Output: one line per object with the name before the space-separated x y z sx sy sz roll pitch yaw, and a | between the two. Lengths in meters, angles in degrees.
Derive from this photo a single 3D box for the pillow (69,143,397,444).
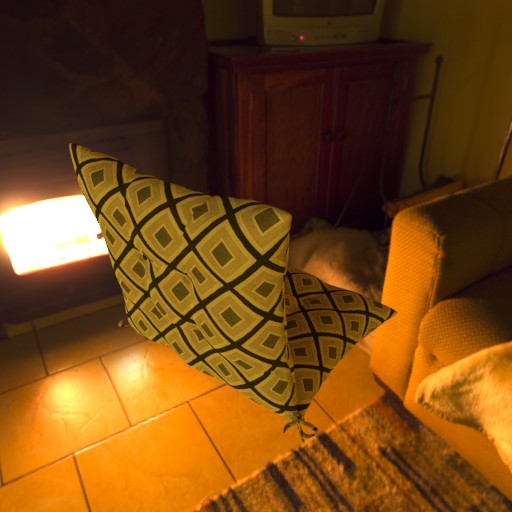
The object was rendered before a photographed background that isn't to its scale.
pillow | 0.000 0.000 1.000 0.541 0.536 0.585 22 37 32
